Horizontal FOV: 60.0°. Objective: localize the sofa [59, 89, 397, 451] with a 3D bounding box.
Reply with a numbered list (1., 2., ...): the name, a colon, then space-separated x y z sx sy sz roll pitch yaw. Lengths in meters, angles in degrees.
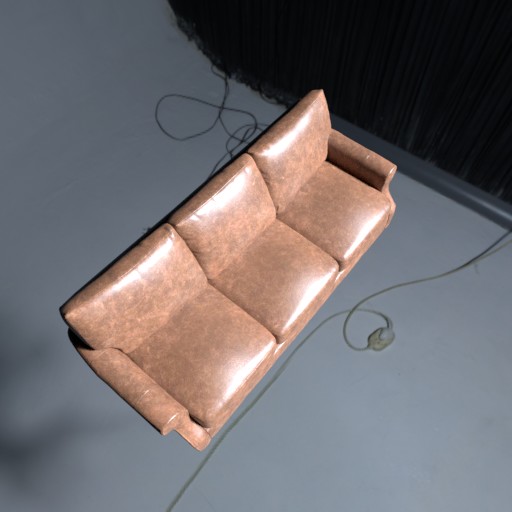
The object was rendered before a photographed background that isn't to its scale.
1. sofa: 0.000 0.000 2.898 0.973 0.977 2.351 35 65 19
